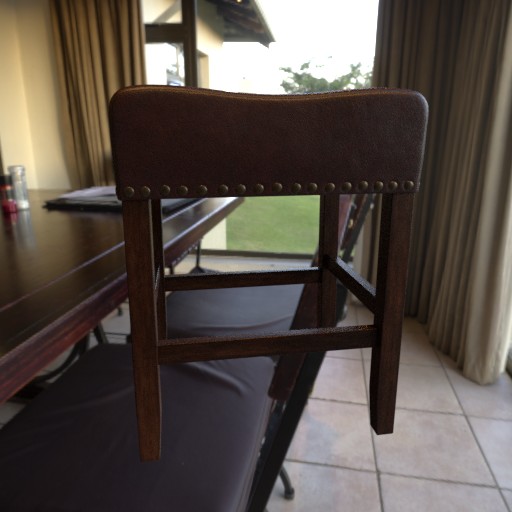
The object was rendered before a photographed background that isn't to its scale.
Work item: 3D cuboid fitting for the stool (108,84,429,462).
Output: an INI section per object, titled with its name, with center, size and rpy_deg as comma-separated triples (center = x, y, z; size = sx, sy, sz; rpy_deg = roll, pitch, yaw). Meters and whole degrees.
[stool]
center = 0.000, 0.000, 0.883
size = 0.465, 0.608, 0.397
rpy_deg = -3, 17, -9
